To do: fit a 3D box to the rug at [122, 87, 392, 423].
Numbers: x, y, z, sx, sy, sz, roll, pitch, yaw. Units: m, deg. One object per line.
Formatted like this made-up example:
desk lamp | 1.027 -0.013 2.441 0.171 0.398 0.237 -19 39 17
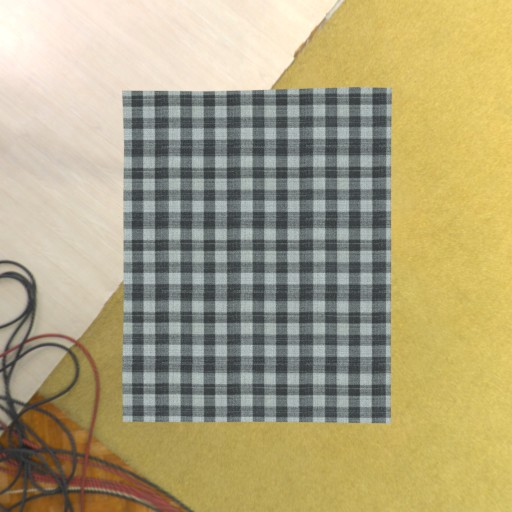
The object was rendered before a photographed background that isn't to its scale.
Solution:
rug | 0.000 0.000 4.000 2.432 0.013 3.021 0 91 1
